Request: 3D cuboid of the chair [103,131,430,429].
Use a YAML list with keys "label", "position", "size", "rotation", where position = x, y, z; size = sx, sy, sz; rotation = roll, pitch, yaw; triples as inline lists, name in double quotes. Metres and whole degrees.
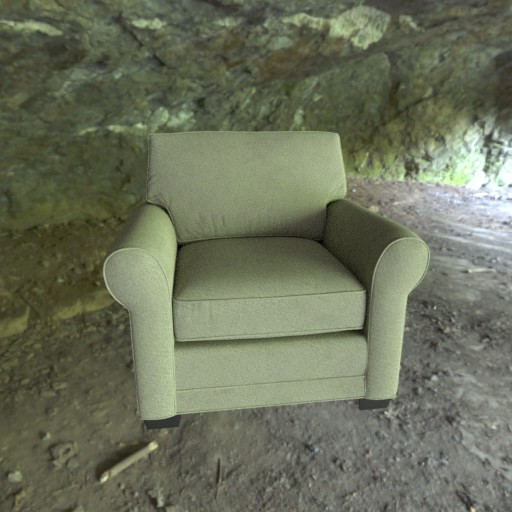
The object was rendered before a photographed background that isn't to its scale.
- label: "chair"
  position: [0.000, 0.000, 1.948]
  size: [1.147, 1.044, 0.939]
  rotation: [-2, 17, -8]
